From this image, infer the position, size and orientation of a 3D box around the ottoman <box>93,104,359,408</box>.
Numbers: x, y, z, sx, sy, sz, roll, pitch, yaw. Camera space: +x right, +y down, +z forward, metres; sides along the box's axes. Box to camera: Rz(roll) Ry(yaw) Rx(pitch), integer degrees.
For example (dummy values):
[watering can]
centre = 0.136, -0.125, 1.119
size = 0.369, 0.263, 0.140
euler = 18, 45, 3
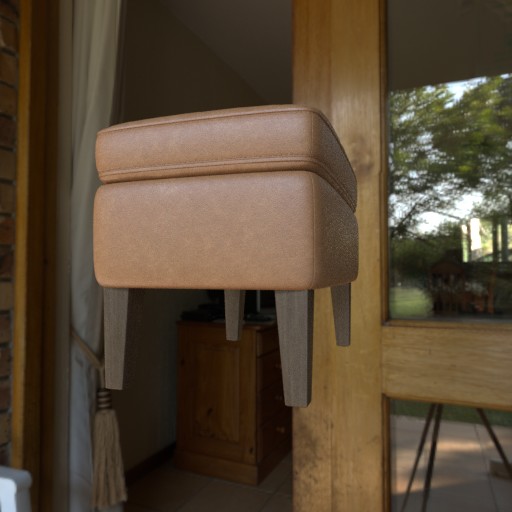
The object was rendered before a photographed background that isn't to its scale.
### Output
[ottoman]
centre = 0.000, 0.000, 1.000
size = 0.420, 0.480, 0.670
euler = -1, -2, 18
